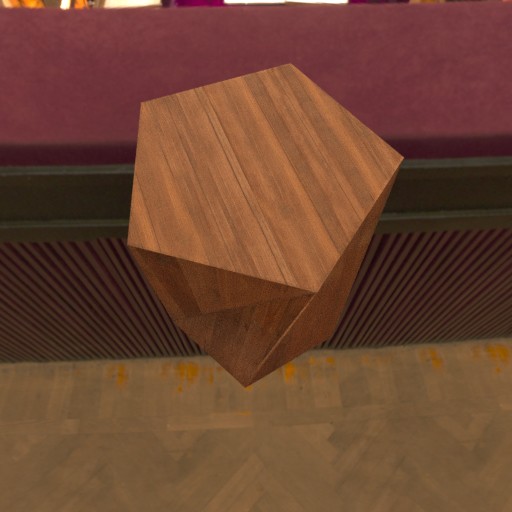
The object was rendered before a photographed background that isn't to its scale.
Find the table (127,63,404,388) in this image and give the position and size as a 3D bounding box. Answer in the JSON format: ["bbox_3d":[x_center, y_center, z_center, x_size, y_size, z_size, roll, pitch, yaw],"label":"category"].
[{"bbox_3d":[0.000,0.000,0.924,0.441,0.604,0.425,-1,63,0],"label":"table"}]
